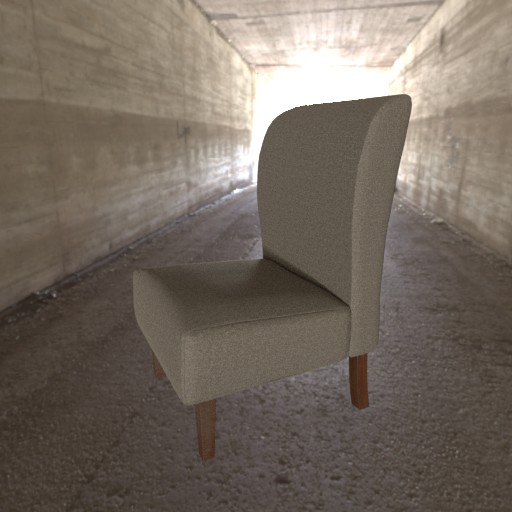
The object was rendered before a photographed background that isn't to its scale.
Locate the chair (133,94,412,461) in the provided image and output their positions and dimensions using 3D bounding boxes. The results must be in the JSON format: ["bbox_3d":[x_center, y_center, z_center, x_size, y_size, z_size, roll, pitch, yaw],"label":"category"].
[{"bbox_3d":[0.000,0.000,1.182,0.592,0.804,0.513,-8,17,-26],"label":"chair"}]
